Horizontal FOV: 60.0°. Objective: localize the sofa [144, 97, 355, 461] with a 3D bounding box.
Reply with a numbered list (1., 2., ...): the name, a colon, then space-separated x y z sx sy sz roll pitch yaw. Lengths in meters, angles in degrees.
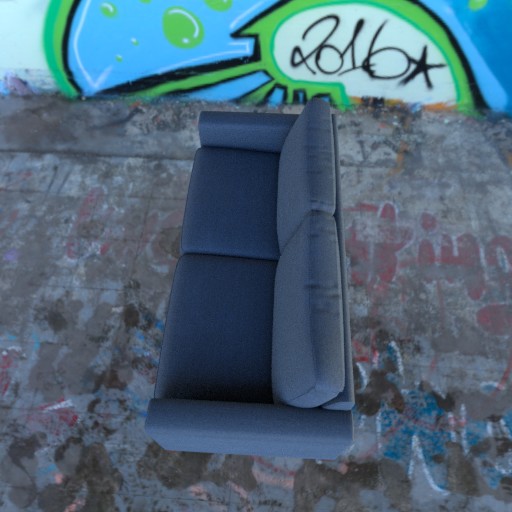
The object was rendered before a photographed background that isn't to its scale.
1. sofa: 0.000 0.000 2.392 0.877 0.865 1.900 3 58 2
